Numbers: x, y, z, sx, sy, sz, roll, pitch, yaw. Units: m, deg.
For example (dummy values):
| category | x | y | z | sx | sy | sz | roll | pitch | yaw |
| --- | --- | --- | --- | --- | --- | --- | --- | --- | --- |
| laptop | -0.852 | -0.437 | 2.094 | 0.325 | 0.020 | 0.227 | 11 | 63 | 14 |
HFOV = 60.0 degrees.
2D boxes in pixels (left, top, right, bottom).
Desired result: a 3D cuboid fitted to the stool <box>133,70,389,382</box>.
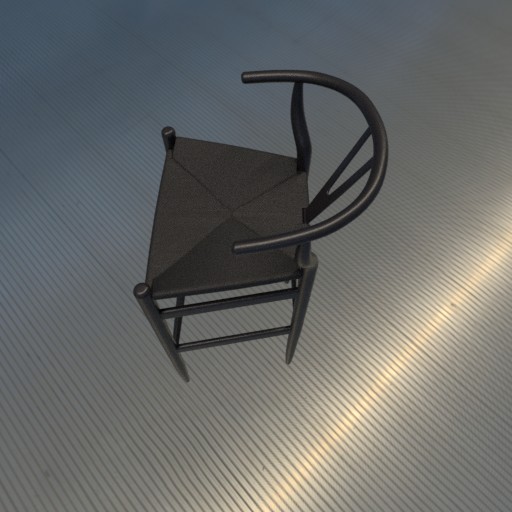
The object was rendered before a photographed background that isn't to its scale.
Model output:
| category | x | y | z | sx | sy | sz | roll | pitch | yaw |
| --- | --- | --- | --- | --- | --- | --- | --- | --- | --- |
| stool | 0.000 | 0.000 | 1.430 | 0.579 | 1.072 | 0.569 | 1 | 60 | 1 |
